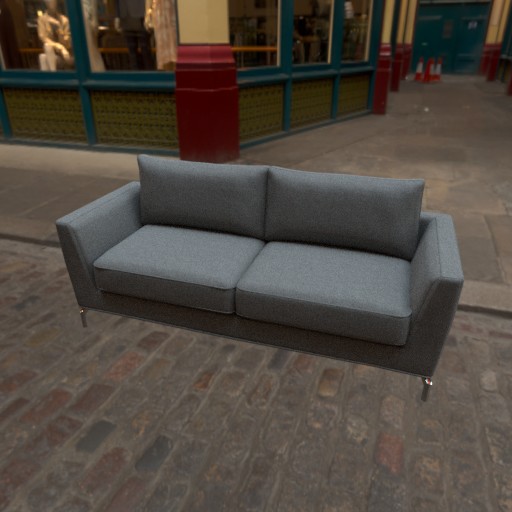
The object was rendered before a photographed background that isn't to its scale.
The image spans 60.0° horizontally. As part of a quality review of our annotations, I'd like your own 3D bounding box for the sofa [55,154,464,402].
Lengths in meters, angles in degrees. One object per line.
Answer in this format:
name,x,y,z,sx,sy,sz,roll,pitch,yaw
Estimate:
sofa,0.000,0.000,2.717,2.212,1.002,0.869,8,28,16
